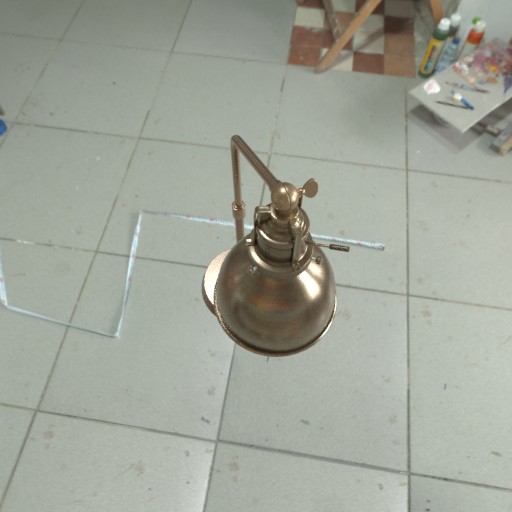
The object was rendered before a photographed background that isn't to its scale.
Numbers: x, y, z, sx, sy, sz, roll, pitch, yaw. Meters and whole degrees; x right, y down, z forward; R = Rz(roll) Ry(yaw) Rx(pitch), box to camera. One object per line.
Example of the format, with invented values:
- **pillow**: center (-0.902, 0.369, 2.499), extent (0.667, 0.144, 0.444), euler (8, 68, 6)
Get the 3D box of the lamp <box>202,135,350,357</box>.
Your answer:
- **lamp**: center (0.000, 0.000, 0.583), extent (0.153, 0.456, 0.286), euler (-18, 63, -10)
